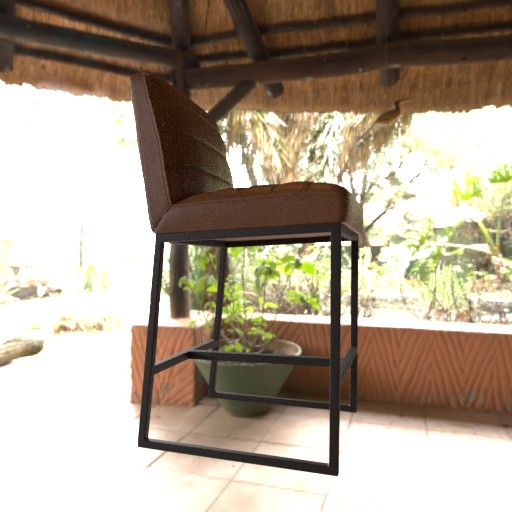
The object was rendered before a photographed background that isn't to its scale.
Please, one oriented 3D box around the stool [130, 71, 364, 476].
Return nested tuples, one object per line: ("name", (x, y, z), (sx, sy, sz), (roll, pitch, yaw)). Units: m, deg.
("stool", (0.000, 0.000, 1.227), (0.556, 0.940, 0.458), (0, -1, 18))
